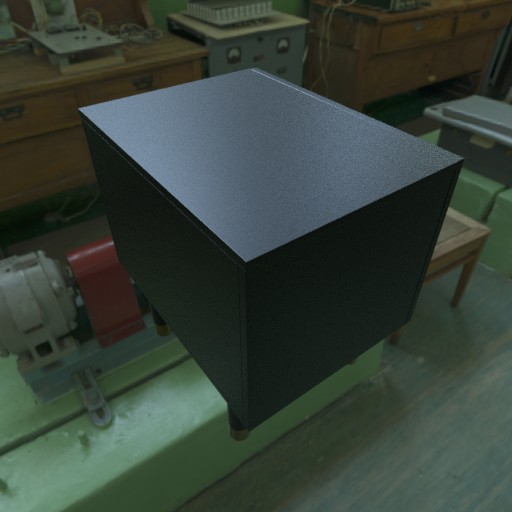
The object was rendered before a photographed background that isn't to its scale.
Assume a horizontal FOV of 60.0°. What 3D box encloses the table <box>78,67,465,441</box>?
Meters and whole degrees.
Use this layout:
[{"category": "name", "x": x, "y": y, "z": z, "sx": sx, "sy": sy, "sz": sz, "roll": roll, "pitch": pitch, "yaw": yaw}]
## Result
[{"category": "table", "x": 0.000, "y": 0.000, "z": 0.972, "sx": 0.441, "sy": 0.584, "sz": 0.564, "roll": -25, "pitch": 46, "yaw": -27}]
